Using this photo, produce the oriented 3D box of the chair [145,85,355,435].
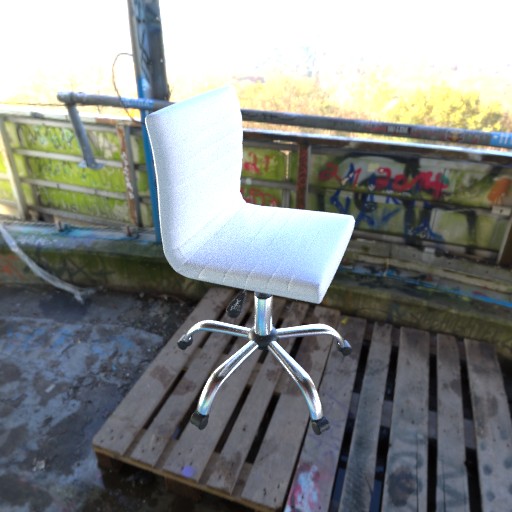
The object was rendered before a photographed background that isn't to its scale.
[{"bbox_3d":[0.000,0.000,1.160,0.530,0.780,0.556,11,32,18],"label":"chair"}]
